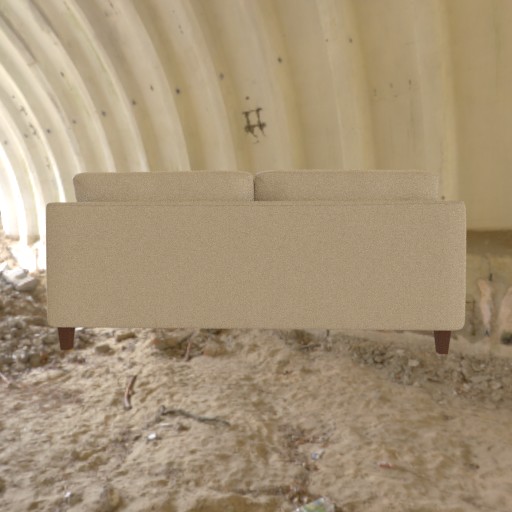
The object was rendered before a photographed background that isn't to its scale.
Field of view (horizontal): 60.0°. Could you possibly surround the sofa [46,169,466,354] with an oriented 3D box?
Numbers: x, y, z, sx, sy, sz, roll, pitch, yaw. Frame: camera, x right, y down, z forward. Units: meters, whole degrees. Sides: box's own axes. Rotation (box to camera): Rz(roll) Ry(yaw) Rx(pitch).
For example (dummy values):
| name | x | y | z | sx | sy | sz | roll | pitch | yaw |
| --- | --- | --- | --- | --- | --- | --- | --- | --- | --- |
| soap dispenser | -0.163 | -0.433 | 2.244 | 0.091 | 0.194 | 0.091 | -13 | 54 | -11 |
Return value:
| name | x | y | z | sx | sy | sz | roll | pitch | yaw |
| --- | --- | --- | --- | --- | --- | --- | --- | --- | --- |
| sofa | 0.000 | 0.000 | 2.524 | 1.981 | 0.889 | 0.965 | 0 | 1 | 3 |
